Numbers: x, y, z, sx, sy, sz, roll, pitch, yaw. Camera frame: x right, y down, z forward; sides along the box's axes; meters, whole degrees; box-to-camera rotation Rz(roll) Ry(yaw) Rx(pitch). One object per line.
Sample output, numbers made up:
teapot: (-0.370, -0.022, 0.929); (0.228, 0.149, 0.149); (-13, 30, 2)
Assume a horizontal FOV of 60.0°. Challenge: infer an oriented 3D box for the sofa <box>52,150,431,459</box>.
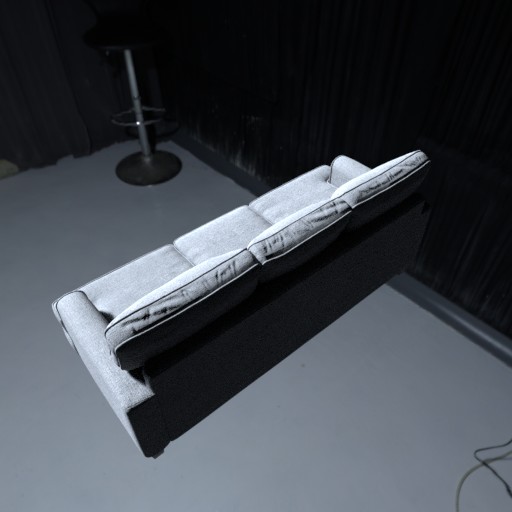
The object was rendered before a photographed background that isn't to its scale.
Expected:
sofa: (0.000, 0.000, 2.618); (2.158, 0.965, 0.951); (-30, 52, -27)
